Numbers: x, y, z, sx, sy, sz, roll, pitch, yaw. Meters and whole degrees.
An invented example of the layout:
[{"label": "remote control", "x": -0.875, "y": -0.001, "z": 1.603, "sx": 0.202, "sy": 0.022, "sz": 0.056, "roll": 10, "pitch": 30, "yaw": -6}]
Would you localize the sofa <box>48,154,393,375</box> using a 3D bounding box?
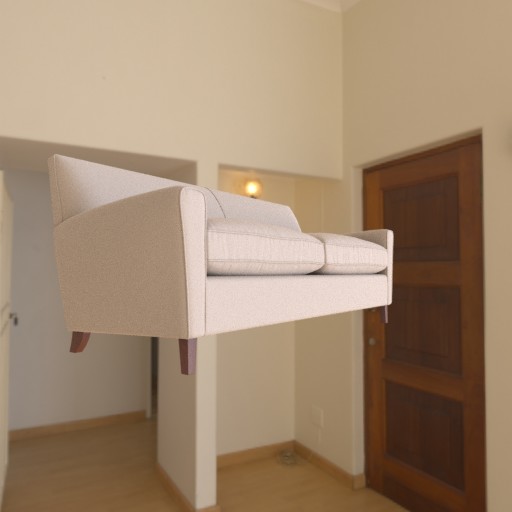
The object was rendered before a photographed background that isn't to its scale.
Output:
[{"label": "sofa", "x": 0.000, "y": 0.000, "z": 2.435, "sx": 0.875, "sy": 0.846, "sz": 2.000, "roll": -1, "pitch": -3, "yaw": 36}]
